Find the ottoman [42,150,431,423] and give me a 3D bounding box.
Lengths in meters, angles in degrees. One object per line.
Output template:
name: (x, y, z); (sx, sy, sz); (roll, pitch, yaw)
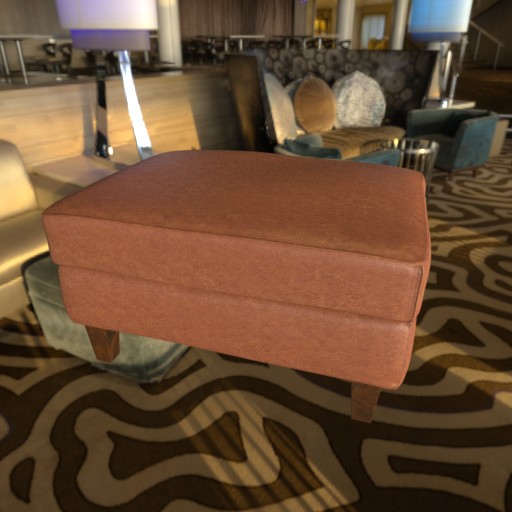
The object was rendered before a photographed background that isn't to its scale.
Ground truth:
ottoman: (0.000, 0.000, 1.230); (0.851, 0.485, 0.650); (8, 27, 16)
